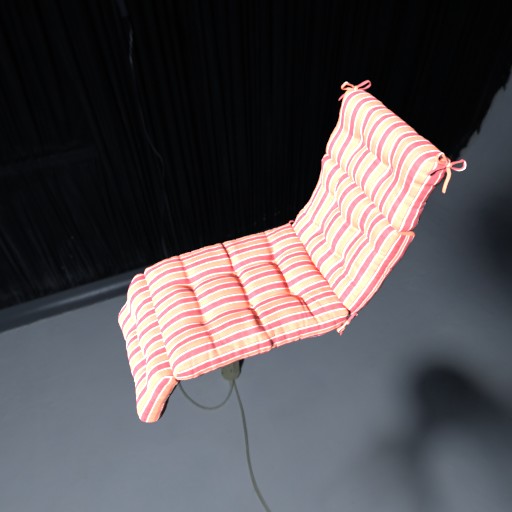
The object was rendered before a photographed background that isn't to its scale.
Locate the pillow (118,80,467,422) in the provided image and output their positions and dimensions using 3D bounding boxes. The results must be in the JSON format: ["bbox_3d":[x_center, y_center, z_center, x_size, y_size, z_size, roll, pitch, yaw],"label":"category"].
[{"bbox_3d":[0.000,0.000,1.486,1.016,0.863,0.526,-16,48,-15],"label":"pillow"}]
